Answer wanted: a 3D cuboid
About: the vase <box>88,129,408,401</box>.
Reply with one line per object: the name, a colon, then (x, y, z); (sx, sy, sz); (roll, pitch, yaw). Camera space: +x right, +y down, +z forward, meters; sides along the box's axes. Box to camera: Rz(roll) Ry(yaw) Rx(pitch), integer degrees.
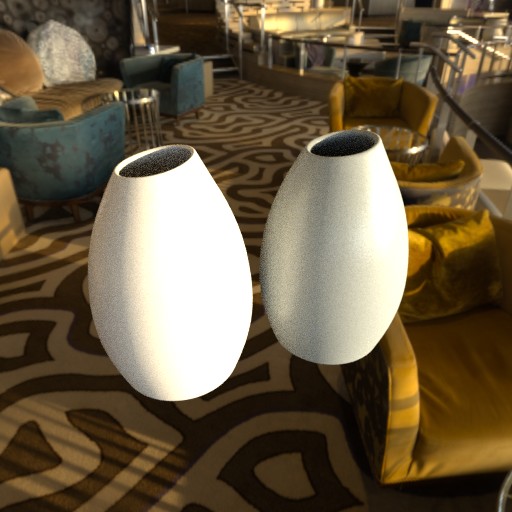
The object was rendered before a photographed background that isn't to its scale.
vase: (0.000, 0.000, 0.255); (0.187, 0.131, 0.089); (-9, 33, -14)
